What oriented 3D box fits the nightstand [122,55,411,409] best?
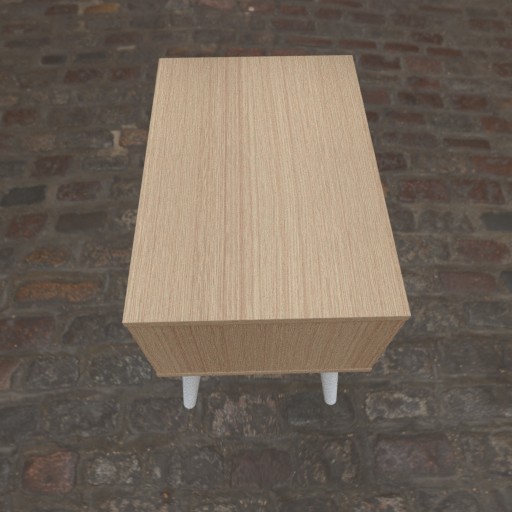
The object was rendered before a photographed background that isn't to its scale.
[{"bbox_3d":[0.000,0.000,1.007,0.407,0.610,0.571,-1,59,-1],"label":"nightstand"}]
